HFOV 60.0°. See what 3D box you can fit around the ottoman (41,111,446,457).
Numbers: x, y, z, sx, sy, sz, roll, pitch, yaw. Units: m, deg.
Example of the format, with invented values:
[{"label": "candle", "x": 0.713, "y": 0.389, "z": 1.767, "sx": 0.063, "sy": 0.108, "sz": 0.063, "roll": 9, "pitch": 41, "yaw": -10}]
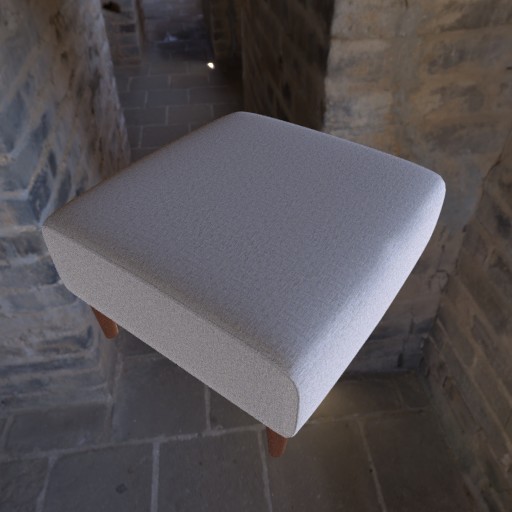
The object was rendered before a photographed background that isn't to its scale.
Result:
[{"label": "ottoman", "x": 0.000, "y": 0.000, "z": 1.050, "sx": 0.648, "sy": 0.399, "sz": 0.655, "roll": 26, "pitch": 48, "yaw": 26}]
